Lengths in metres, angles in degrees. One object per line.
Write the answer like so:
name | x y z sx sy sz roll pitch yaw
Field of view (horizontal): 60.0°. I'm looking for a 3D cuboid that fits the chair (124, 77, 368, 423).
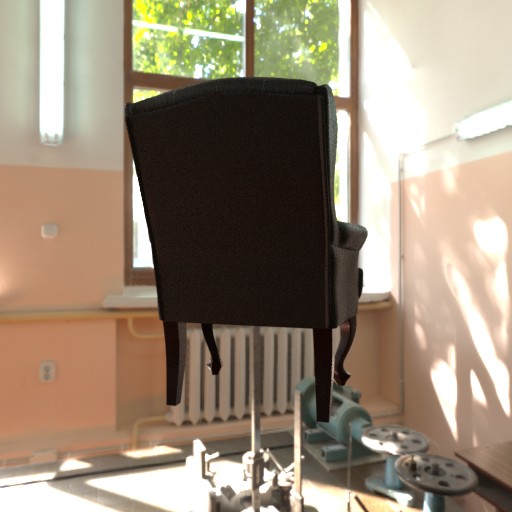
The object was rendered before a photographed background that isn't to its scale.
chair | 0.000 0.000 1.738 0.831 1.133 0.822 0 0 17
